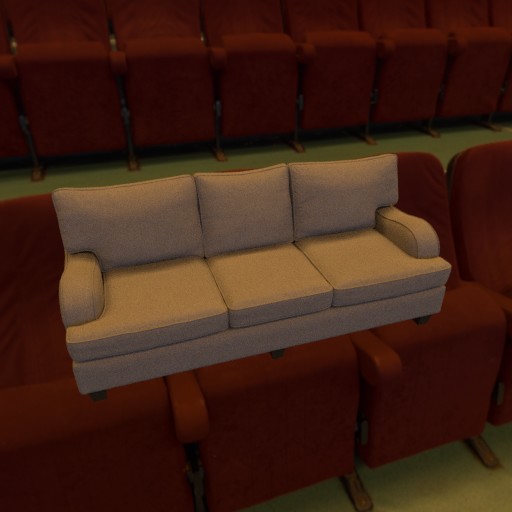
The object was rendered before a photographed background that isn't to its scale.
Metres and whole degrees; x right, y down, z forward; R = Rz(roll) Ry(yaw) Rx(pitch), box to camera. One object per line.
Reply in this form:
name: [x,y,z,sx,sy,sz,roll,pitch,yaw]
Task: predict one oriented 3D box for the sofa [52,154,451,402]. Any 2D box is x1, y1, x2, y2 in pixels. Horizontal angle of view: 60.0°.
sofa: [0.000,0.000,2.866,2.323,0.991,1.016,-9,32,-16]
